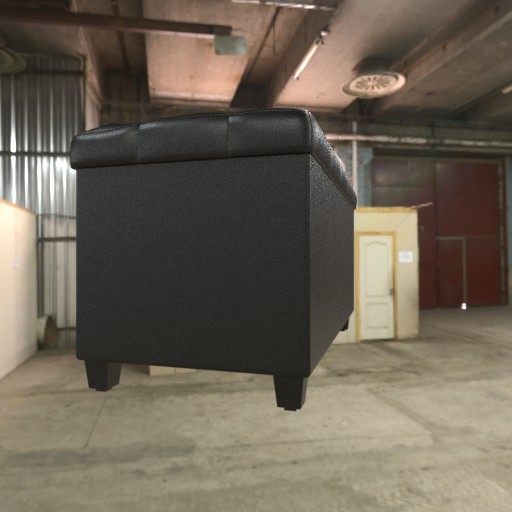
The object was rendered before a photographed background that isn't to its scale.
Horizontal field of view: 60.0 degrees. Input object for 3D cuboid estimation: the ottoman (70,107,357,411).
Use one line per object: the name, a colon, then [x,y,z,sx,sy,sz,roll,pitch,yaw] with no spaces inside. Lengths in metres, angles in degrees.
ottoman: [0.000,0.000,1.085,0.432,0.470,0.838,0,0,17]
